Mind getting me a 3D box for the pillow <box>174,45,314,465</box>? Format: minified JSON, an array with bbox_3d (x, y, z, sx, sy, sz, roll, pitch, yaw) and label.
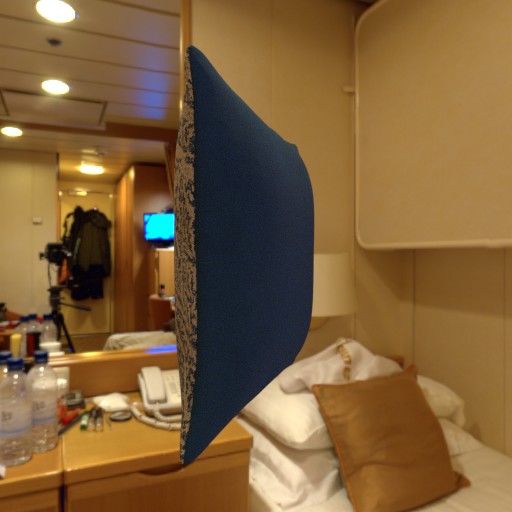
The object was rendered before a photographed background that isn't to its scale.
[{"bbox_3d":[0.000,0.000,0.781,0.166,0.510,0.523,0,0,19],"label":"pillow"}]
